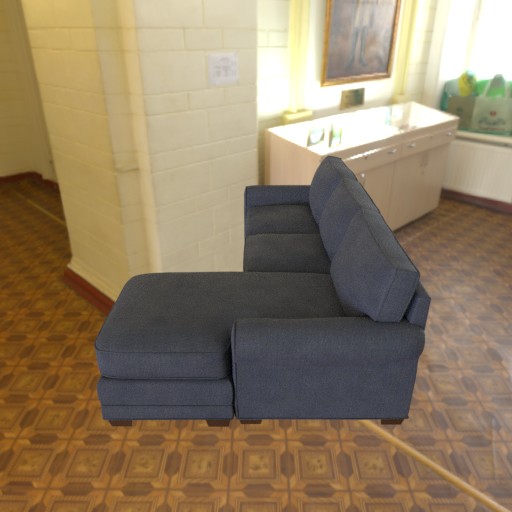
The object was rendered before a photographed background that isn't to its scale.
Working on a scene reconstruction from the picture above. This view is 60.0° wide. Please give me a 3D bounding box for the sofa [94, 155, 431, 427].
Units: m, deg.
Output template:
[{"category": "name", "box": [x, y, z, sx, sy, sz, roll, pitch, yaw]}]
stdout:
[{"category": "sofa", "box": [0.000, 0.000, 3.419, 1.780, 1.063, 2.567, 0, 26, 0]}]
